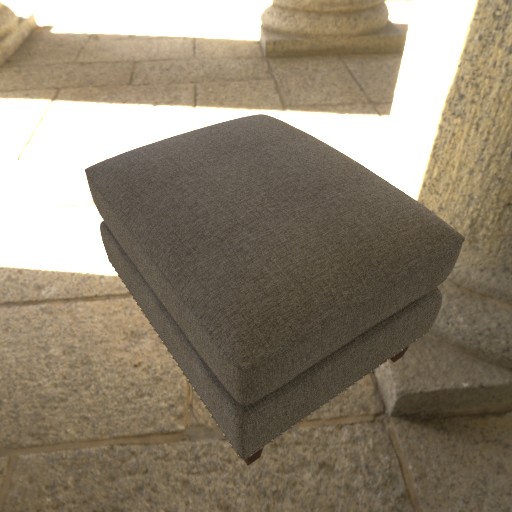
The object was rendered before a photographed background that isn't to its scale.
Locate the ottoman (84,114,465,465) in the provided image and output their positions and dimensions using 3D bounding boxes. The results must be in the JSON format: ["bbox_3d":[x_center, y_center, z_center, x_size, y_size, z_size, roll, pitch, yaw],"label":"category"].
[{"bbox_3d":[0.000,0.000,1.138,0.584,0.513,0.741,-25,48,-25],"label":"ottoman"}]
